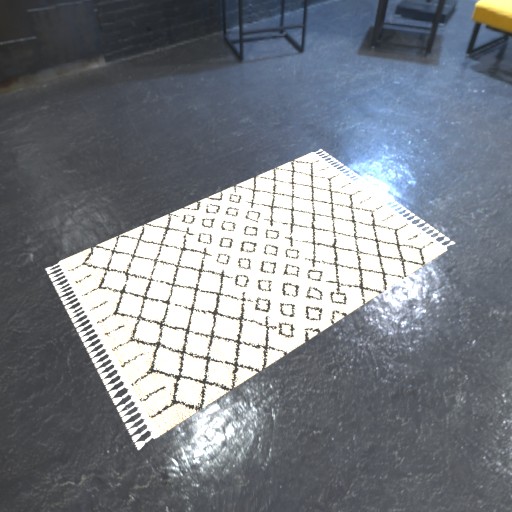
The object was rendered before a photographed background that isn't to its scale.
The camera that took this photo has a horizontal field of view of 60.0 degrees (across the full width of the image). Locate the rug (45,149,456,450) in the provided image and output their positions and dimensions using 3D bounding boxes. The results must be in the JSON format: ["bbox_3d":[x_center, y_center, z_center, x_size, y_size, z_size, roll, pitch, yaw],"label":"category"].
[{"bbox_3d":[0.000,0.000,2.504,2.006,0.008,1.196,-27,53,-23],"label":"rug"}]
